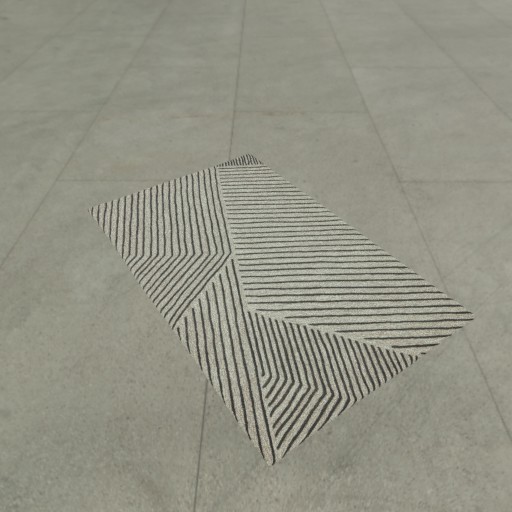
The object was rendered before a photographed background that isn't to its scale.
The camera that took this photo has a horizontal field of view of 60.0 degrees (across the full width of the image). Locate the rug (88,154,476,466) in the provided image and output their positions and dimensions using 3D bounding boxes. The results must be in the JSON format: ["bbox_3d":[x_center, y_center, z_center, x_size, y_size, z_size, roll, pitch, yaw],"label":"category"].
[{"bbox_3d":[0.000,0.000,3.050,1.539,0.023,2.406,-25,48,-25],"label":"rug"}]
